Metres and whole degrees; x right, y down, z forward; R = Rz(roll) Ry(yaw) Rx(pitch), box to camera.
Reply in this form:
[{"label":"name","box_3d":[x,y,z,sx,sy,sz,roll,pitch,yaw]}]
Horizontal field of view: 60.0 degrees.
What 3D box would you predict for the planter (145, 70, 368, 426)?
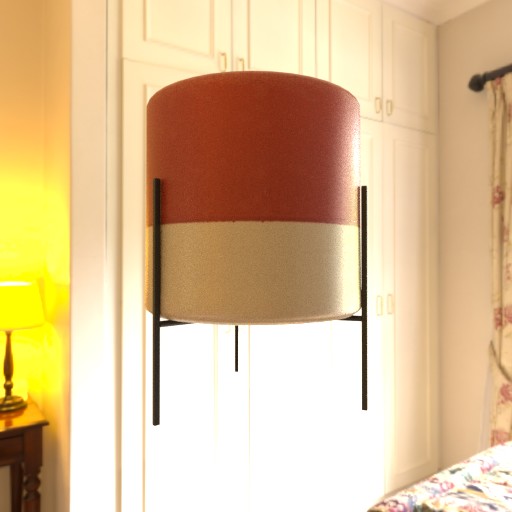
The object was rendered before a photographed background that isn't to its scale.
[{"label":"planter","box_3d":[0.000,0.000,0.724,0.354,0.465,0.345,0,-1,19]}]
